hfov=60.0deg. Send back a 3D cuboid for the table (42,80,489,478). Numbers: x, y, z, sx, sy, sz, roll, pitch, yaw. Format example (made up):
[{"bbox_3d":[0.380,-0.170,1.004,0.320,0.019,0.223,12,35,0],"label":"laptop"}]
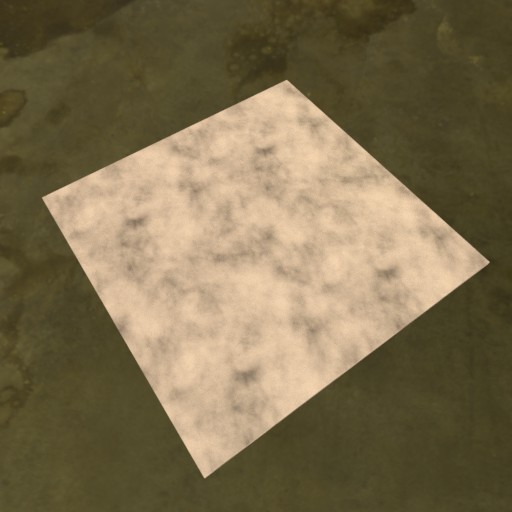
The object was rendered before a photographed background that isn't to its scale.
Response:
[{"bbox_3d":[0.000,0.000,1.360,0.890,0.305,0.890,-31,65,-17],"label":"table"}]
